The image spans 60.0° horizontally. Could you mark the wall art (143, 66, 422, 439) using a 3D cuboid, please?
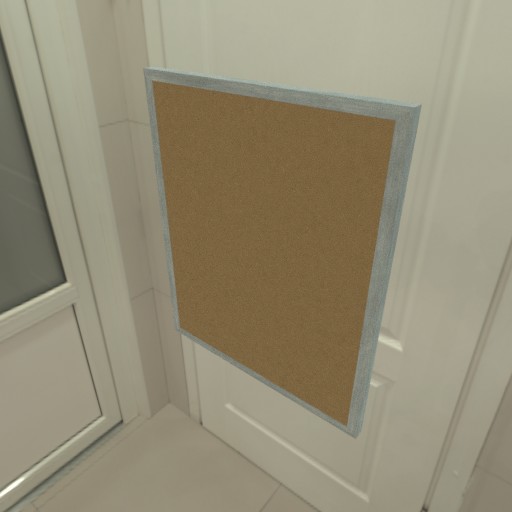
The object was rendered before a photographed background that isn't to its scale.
[{"bbox_3d":[0.000,0.000,0.788,0.479,0.582,0.022,22,37,32],"label":"wall art"}]
